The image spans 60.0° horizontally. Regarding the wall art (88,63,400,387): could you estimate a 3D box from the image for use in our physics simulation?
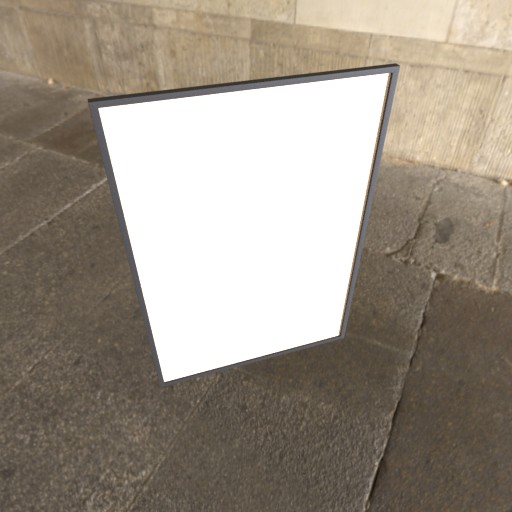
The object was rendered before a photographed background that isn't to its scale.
[{"bbox_3d":[0.000,0.000,0.842,0.457,0.657,0.013,-12,43,-13],"label":"wall art"}]
